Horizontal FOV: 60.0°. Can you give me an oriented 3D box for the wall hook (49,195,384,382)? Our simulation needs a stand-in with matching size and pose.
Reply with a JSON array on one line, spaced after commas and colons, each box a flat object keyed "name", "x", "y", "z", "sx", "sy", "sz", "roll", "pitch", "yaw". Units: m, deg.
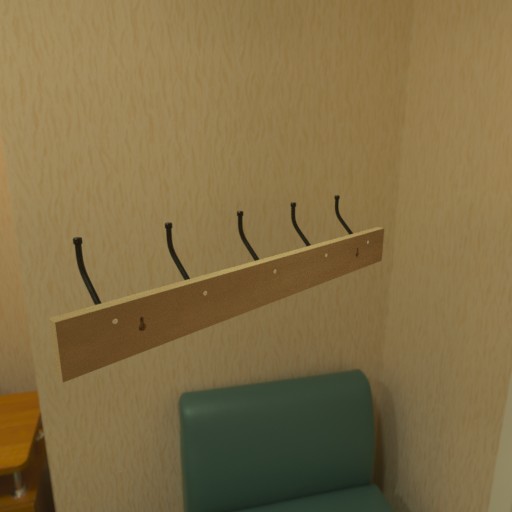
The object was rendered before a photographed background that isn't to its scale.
[{"name": "wall hook", "x": 0.000, "y": 0.000, "z": 0.609, "sx": 0.071, "sy": 0.117, "sz": 0.571, "roll": 15, "pitch": 21, "yaw": 43}]
